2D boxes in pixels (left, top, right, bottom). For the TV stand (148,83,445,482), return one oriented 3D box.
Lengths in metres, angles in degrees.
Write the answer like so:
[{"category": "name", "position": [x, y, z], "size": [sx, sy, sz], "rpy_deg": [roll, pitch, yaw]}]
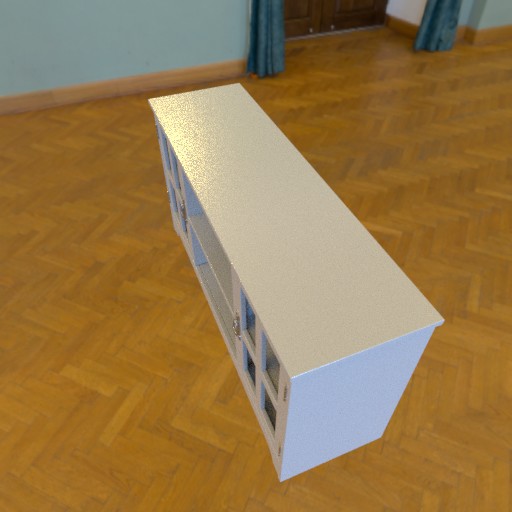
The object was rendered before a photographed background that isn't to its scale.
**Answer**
[{"category": "TV stand", "position": [0.000, 0.000, 1.438], "size": [0.344, 0.603, 1.167], "rpy_deg": [-16, 48, -15]}]
